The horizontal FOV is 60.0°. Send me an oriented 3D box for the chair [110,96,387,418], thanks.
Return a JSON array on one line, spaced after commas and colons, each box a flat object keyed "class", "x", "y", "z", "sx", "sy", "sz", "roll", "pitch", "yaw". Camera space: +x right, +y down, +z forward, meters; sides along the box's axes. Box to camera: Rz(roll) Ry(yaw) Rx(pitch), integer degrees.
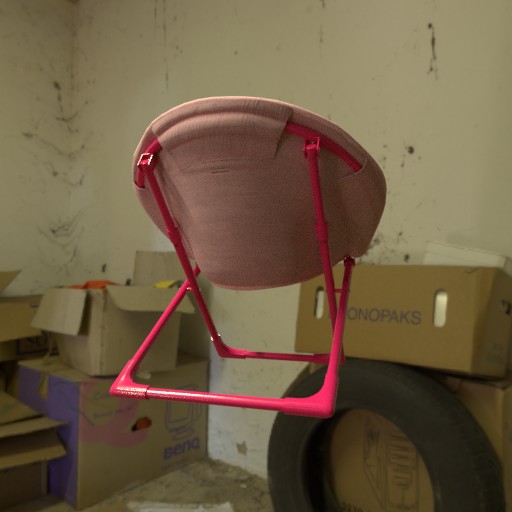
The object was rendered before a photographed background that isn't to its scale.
[{"class": "chair", "x": 0.000, "y": 0.000, "z": 0.915, "sx": 0.522, "sy": 0.494, "sz": 0.459, "roll": -1, "pitch": -3, "yaw": 18}]
